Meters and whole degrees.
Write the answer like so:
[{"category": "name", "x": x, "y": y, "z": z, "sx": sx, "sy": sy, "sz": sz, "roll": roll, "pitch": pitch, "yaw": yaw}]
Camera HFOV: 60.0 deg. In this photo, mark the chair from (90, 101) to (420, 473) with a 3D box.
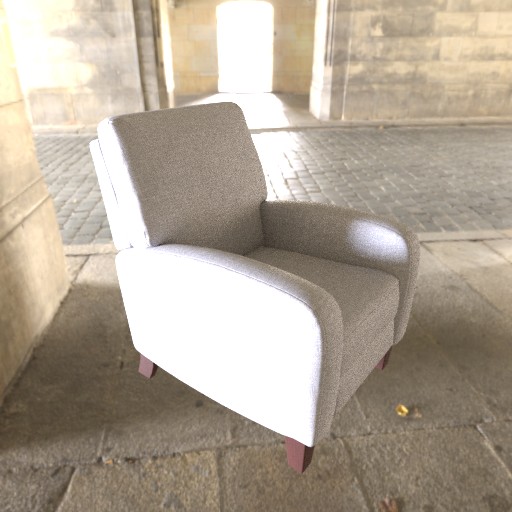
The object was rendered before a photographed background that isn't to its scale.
[{"category": "chair", "x": 0.000, "y": 0.000, "z": 1.621, "sx": 0.990, "sy": 0.990, "sz": 0.762, "roll": 18, "pitch": 31, "yaw": 33}]
